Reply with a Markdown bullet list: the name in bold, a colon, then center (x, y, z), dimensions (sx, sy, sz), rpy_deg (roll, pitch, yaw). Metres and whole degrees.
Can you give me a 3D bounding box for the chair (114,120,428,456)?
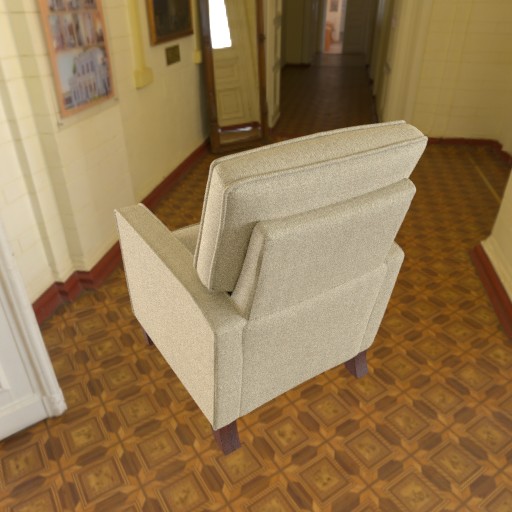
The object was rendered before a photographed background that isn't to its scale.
- **chair**: center (0.000, 0.000, 1.400), dimensions (0.648, 0.888, 0.754), rpy_deg (-19, 35, -29)
